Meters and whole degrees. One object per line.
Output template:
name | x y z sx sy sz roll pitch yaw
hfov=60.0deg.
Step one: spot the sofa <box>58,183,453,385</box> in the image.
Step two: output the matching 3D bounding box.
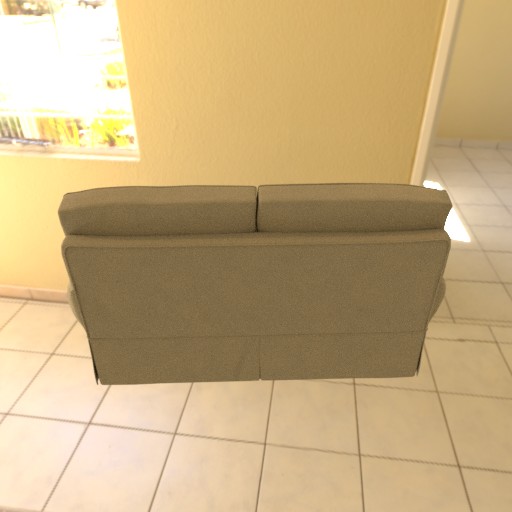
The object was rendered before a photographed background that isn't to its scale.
sofa | 0.000 0.000 2.376 1.823 1.024 0.841 -1 32 -2
